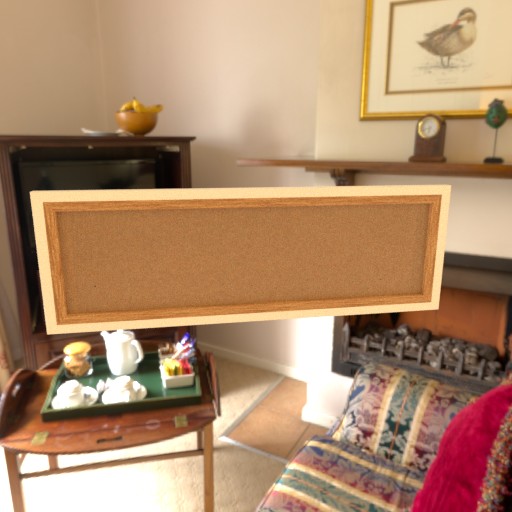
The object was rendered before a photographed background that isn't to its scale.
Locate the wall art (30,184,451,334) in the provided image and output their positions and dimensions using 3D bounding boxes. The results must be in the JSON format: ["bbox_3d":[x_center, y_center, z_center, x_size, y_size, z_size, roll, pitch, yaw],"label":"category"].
[{"bbox_3d":[0.000,0.000,1.665,1.520,0.507,0.044,-2,14,-9],"label":"wall art"}]
